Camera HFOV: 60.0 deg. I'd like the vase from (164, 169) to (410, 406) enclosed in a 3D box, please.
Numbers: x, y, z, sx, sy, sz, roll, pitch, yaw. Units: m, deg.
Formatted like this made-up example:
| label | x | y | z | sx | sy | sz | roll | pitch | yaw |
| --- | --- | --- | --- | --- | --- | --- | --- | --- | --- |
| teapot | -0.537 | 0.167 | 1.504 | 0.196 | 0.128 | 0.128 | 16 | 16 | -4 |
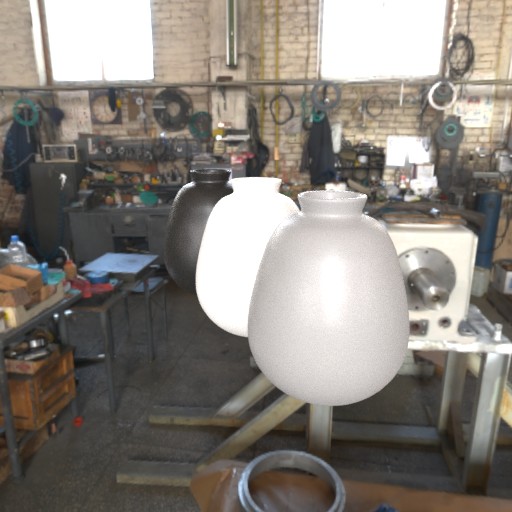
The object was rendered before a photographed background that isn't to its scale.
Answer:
| label | x | y | z | sx | sy | sz | roll | pitch | yaw |
| --- | --- | --- | --- | --- | --- | --- | --- | --- | --- |
| vase | 0.000 | 0.000 | 0.356 | 0.097 | 0.122 | 0.297 | -7 | 17 | -25 |
